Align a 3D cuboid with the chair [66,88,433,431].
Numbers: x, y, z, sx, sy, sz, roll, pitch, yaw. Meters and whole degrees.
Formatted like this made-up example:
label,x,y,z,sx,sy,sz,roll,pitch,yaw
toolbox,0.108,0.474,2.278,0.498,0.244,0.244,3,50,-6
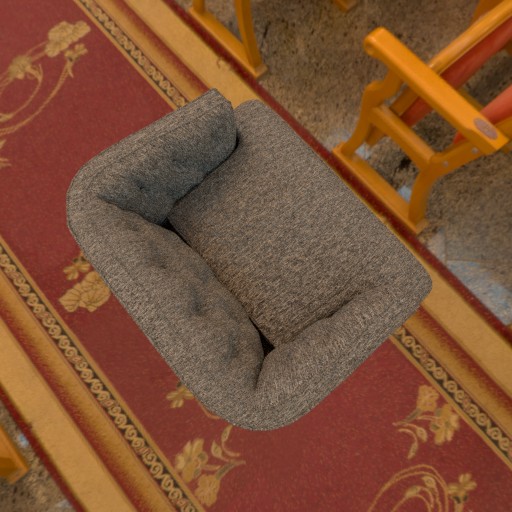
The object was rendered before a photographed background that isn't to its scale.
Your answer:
label,x,y,z,sx,sy,sz,roll,pitch,yaw
chair,0.000,0.000,1.757,0.941,0.852,1.104,-39,79,-9
